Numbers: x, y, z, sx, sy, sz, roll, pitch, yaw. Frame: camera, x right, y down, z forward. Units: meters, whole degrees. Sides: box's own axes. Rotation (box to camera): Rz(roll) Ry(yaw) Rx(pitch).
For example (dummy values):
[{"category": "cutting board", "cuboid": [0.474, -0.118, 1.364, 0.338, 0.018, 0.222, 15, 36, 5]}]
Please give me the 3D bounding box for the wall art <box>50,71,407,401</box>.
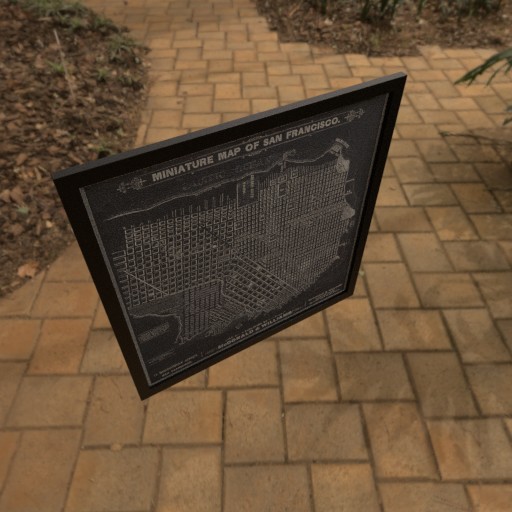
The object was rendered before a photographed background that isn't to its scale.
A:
[{"category": "wall art", "cuboid": [0.000, 0.000, 0.671, 0.457, 0.458, 0.012, -23, 50, -21]}]
